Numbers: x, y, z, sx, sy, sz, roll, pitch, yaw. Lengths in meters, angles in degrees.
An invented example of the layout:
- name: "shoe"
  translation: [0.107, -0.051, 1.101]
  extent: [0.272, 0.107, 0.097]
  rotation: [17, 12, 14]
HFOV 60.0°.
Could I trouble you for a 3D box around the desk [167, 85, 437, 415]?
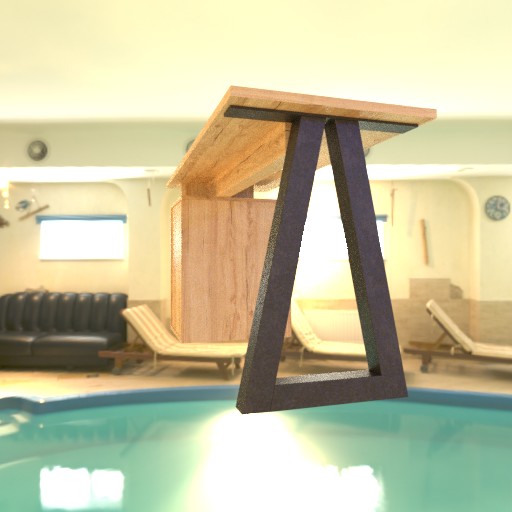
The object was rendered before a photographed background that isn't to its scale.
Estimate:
- name: "desk"
  translation: [0.000, 0.000, 1.737]
  extent: [0.550, 0.760, 1.400]
  rotation: [0, 0, -17]
